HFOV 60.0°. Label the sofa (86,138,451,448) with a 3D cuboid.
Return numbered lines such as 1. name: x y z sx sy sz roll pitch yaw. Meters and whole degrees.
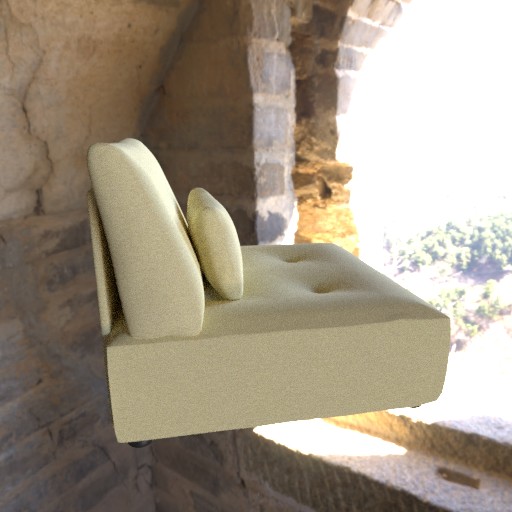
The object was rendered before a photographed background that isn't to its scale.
1. sofa: 0.000 0.000 1.611 1.000 0.820 0.930 -3 16 -11
